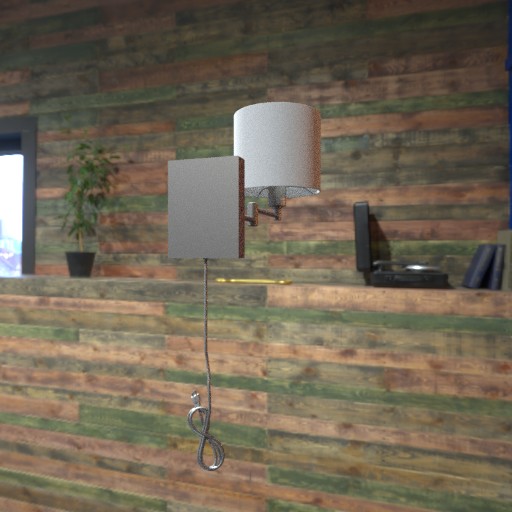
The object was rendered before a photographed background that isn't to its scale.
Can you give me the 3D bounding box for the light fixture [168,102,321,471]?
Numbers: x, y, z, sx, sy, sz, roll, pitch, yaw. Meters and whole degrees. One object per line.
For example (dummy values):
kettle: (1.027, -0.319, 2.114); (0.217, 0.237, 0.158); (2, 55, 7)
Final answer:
light fixture: (0.000, 0.000, 0.893); (0.203, 0.651, 0.516); (0, 0, 19)
